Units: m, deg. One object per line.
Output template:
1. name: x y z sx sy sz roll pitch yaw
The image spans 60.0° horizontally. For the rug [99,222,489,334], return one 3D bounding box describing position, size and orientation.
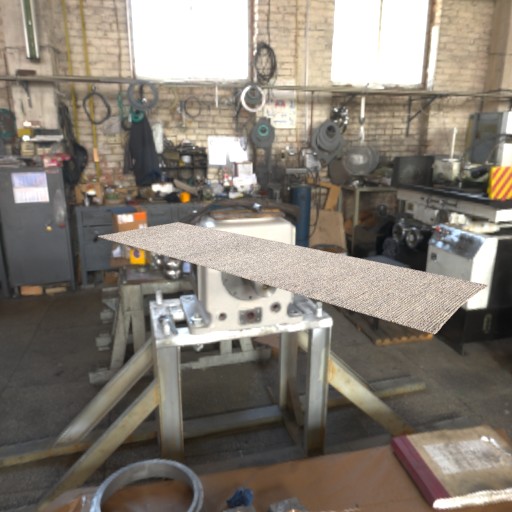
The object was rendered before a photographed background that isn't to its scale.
1. rug: 0.000 0.000 2.569 2.335 0.013 0.697 13 20 40
